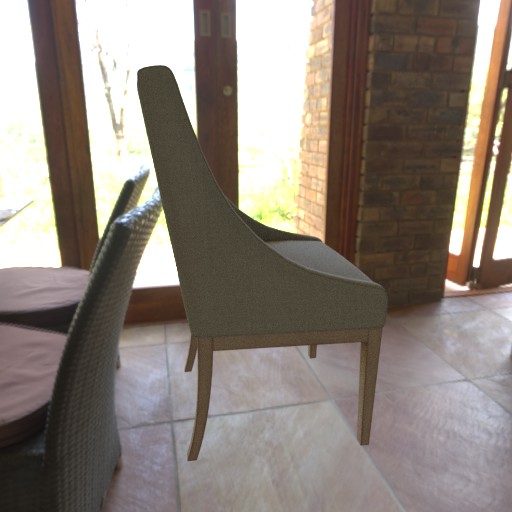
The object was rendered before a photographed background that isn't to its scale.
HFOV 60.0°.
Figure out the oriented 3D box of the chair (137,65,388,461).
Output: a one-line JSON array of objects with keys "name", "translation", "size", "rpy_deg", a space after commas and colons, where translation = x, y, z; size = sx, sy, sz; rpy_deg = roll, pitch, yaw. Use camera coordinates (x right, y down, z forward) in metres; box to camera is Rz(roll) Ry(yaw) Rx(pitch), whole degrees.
[{"name": "chair", "translation": [0.000, 0.000, 1.367], "size": [0.611, 1.021, 0.575], "rpy_deg": [-3, 16, -9]}]
